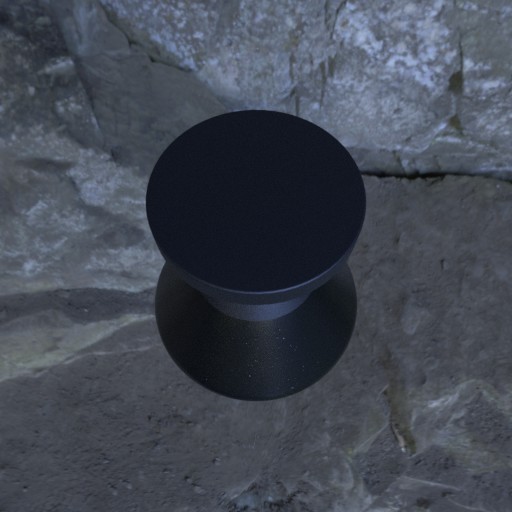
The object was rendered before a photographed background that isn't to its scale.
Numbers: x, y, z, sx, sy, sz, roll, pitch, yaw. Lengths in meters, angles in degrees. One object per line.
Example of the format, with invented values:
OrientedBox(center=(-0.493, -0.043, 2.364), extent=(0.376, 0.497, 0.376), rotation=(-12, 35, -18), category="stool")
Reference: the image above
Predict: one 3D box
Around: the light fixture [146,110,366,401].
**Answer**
OrientedBox(center=(0.000, 0.000, 0.361), extent=(0.200, 0.183, 0.200), rotation=(0, 63, 0), category="light fixture")
